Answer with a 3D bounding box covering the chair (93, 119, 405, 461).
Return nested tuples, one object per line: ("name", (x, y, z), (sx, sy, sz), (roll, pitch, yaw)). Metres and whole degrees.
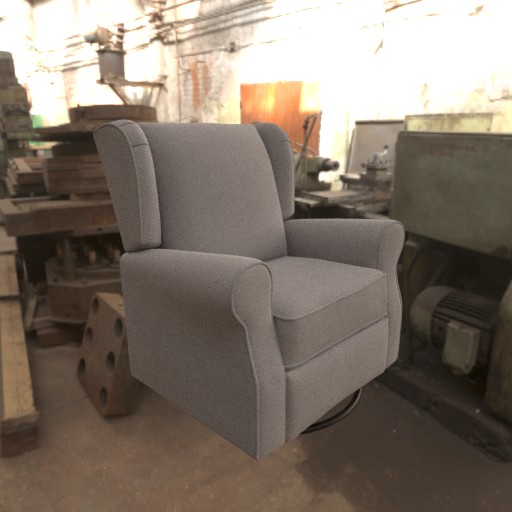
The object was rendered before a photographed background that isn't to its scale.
("chair", (0.000, 0.000, 1.648), (0.854, 0.966, 0.906), (15, 22, 42))
